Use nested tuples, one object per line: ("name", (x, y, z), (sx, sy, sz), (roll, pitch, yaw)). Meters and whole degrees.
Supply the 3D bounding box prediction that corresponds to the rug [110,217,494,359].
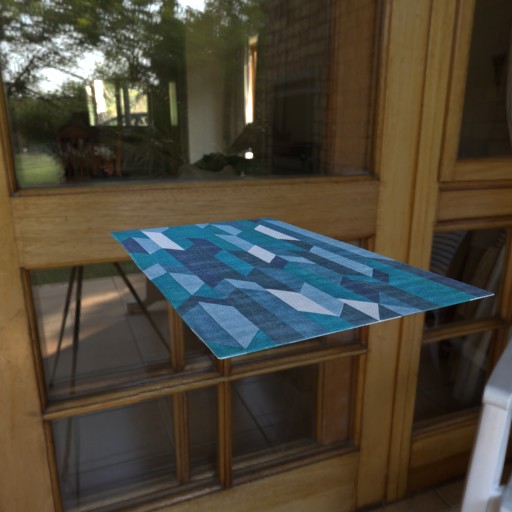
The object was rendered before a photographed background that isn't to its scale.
("rug", (0.000, 0.000, 2.979), (1.528, 0.005, 2.420), (-8, 17, -26))
